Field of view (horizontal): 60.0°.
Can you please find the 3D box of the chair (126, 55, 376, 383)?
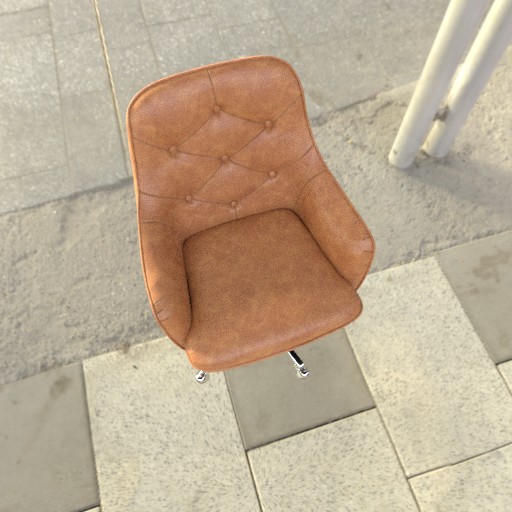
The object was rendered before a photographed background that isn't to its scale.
[{"bbox_3d":[0.000,0.000,1.317,0.628,0.909,0.615,-17,64,-9],"label":"chair"}]
